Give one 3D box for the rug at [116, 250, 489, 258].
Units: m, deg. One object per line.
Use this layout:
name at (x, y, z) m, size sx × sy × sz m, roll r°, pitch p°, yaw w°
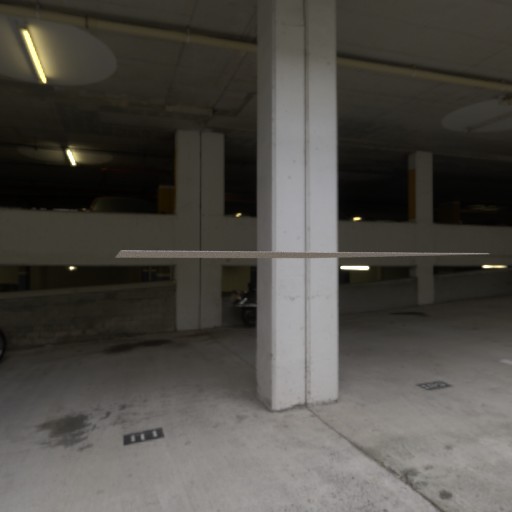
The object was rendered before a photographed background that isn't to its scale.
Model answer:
rug at (0.000, 0.000, 3.987) m, size 2.391 × 0.005 × 2.880 m, roll 0°, pitch -1°, yaw -18°
